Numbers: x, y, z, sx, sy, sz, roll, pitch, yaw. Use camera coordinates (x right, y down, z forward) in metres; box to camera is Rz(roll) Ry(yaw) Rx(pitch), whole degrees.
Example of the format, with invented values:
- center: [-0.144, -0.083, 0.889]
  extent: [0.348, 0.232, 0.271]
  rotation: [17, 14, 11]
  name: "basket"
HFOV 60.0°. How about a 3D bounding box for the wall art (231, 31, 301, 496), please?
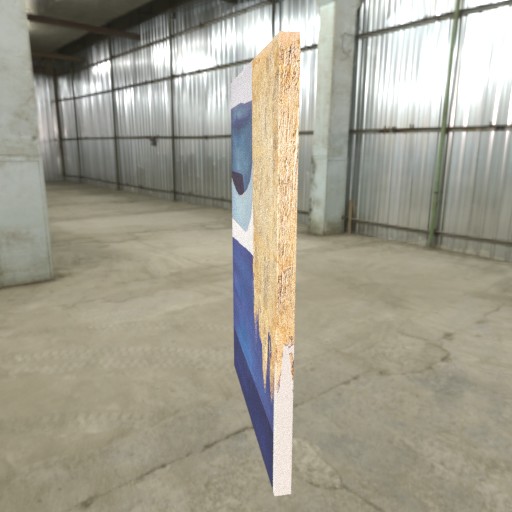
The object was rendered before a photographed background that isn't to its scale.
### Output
- center: [0.000, 0.000, 1.134]
  extent: [0.039, 0.911, 0.607]
  rotation: [-3, 14, -11]
  name: "wall art"
